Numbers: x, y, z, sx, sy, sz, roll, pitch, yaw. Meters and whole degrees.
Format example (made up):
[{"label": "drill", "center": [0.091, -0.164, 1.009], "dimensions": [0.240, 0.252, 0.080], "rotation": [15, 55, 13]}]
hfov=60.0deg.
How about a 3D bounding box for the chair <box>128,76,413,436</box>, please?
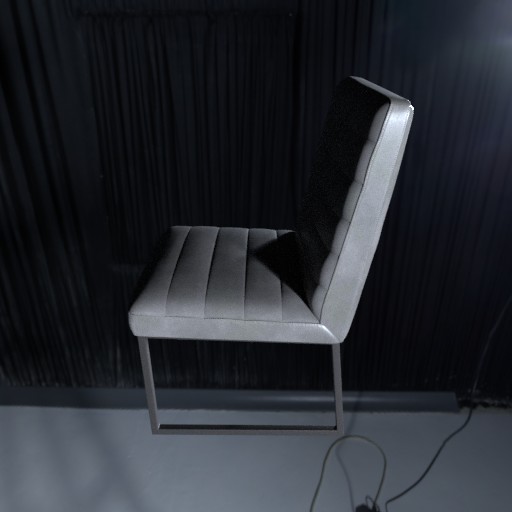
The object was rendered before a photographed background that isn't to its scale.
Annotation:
[{"label": "chair", "center": [0.000, 0.000, 1.276], "dimensions": [0.634, 0.930, 0.520], "rotation": [0, 27, 0]}]
